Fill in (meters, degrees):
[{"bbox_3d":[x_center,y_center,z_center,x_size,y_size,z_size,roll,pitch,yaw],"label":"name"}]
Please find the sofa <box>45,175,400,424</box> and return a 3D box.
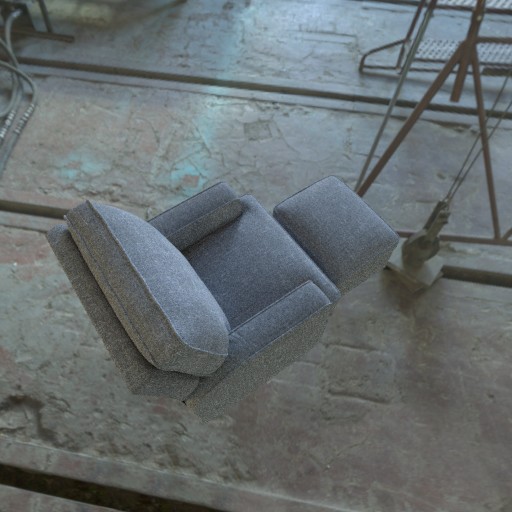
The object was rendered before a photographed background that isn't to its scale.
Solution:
[{"bbox_3d":[0.000,0.000,2.064,1.472,0.959,0.861,-31,63,-18],"label":"sofa"}]
